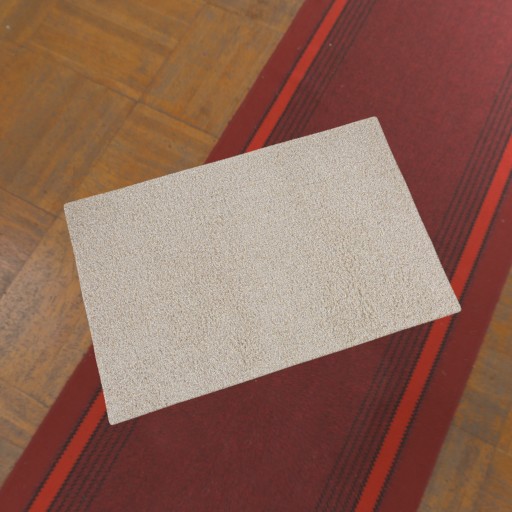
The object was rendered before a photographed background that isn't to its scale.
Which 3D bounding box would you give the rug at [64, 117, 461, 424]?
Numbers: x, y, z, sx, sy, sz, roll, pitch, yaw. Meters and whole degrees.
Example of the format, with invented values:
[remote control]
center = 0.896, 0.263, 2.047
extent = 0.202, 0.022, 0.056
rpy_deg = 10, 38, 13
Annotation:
[rug]
center = 0.000, 0.000, 3.507
extent = 2.743, 0.030, 1.778
rpy_deg = -17, 75, -5
